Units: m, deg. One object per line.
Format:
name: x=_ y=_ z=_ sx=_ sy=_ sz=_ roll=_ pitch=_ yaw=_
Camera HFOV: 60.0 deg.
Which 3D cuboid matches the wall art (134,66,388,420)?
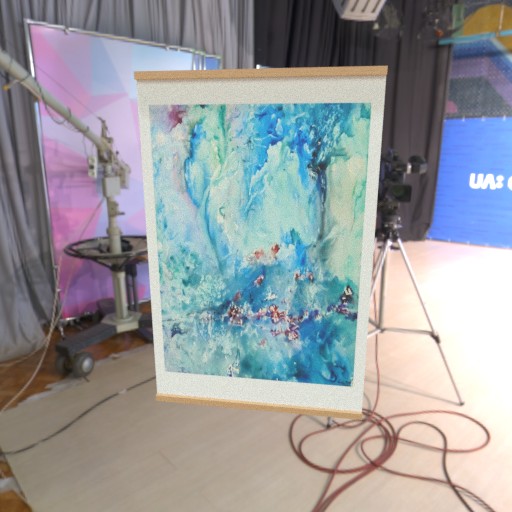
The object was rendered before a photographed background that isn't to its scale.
wall art: x=0.000 y=0.000 z=0.781 sx=0.401 sy=0.611 sz=0.016 roll=2 pitch=16 yaw=9
